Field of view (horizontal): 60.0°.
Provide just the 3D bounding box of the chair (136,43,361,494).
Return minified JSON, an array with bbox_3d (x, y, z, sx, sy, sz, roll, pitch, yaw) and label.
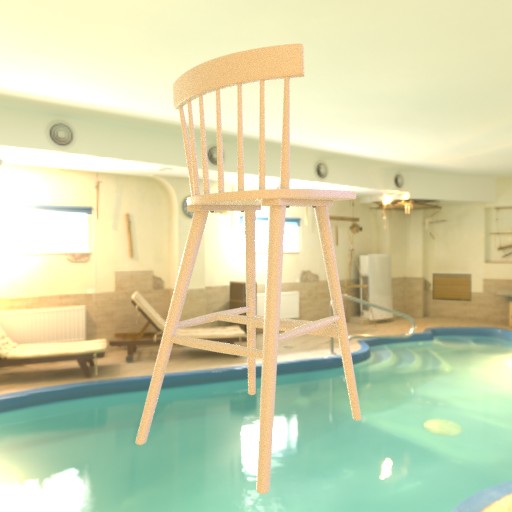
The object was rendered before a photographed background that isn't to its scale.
[{"bbox_3d":[0.000,0.000,1.375,0.483,1.092,0.572,1,1,36],"label":"chair"}]
